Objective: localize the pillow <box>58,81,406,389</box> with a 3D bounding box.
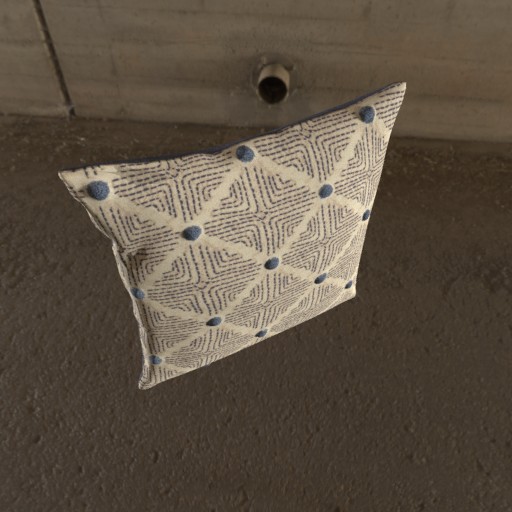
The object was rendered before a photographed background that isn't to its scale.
[{"bbox_3d":[0.000,0.000,0.761,0.510,0.510,0.145,-20,49,-19],"label":"pillow"}]
